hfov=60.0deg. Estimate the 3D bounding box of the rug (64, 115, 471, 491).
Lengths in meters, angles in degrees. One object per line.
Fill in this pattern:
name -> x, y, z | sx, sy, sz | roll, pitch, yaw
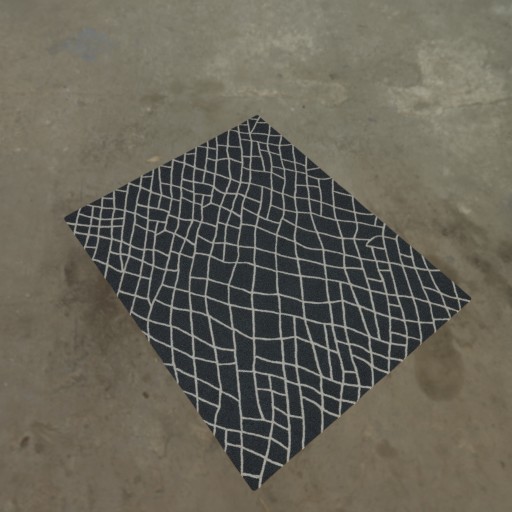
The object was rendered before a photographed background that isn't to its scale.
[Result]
rug -> 0.000, 0.000, 4.120 | 2.439, 0.022, 3.047 | -34, 63, -19
